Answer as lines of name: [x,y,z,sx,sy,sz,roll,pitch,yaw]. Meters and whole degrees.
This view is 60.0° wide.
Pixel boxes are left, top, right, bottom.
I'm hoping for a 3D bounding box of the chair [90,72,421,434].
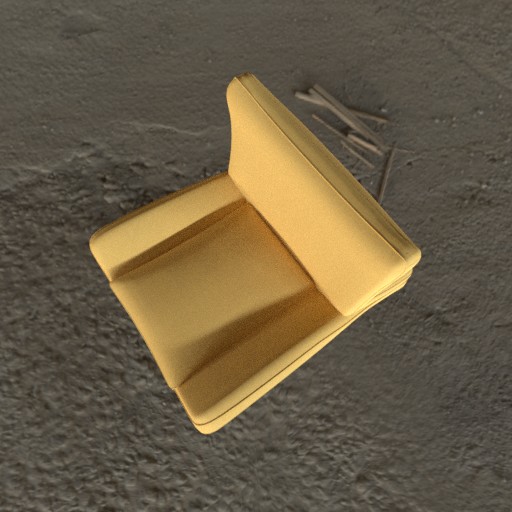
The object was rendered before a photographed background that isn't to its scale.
chair: [0.000,0.000,1.647,1.008,0.855,0.859,-32,68,-14]
